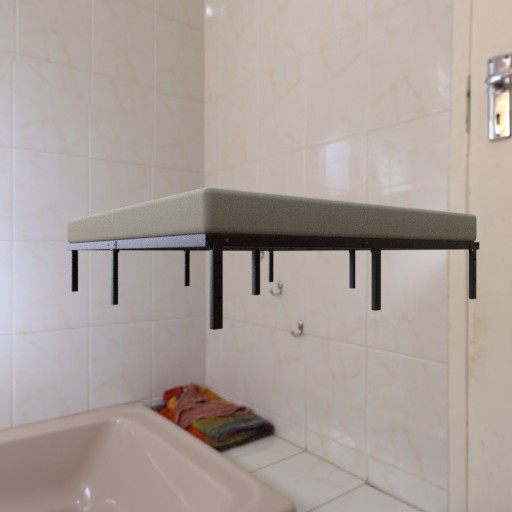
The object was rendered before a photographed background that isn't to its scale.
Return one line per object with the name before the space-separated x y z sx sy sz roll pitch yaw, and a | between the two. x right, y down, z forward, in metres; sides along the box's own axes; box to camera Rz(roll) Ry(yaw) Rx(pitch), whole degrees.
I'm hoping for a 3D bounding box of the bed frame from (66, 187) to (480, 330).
bed frame | 0.000 0.000 3.863 2.526 0.680 2.635 0 0 -36
